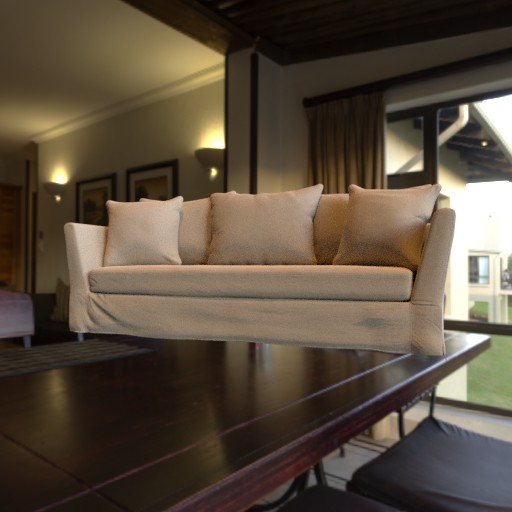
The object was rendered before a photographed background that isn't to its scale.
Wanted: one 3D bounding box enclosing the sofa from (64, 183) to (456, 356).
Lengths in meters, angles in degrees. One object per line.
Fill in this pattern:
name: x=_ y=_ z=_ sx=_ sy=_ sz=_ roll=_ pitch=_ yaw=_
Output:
sofa: x=0.000 y=0.000 z=3.109 sx=2.499 sy=1.047 sz=1.046 roll=0 pitch=-1 yaw=20
